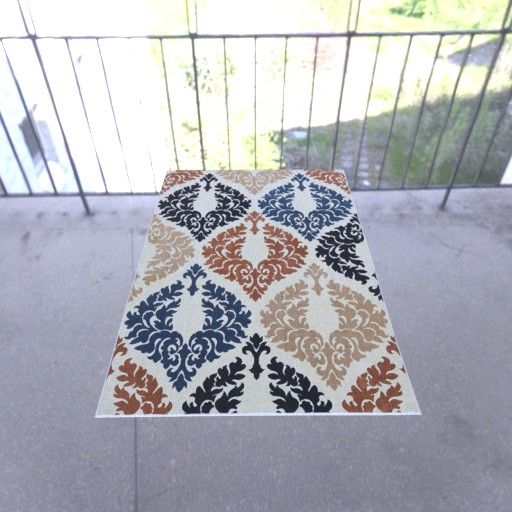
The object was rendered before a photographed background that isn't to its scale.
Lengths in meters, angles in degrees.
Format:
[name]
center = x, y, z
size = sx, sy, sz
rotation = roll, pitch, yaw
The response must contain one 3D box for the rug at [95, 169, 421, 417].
[rug]
center = 0.000, 0.000, 2.908
size = 1.514, 0.014, 2.275
rotation = 0, 40, 0
